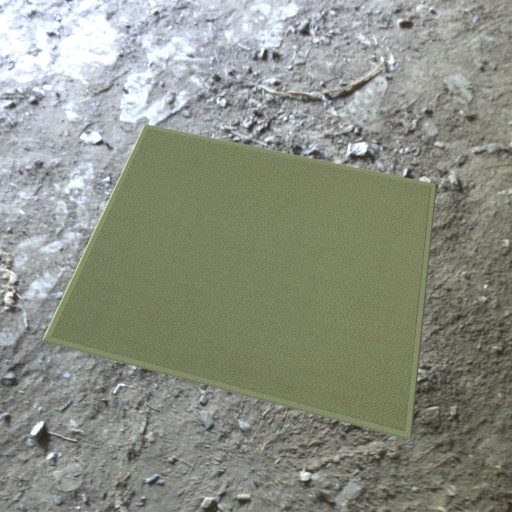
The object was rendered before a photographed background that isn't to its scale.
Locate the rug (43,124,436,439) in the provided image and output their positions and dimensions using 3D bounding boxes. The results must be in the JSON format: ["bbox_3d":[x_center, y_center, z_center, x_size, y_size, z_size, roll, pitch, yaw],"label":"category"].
[{"bbox_3d":[0.000,0.000,4.019,3.051,0.020,2.407,13,65,6],"label":"rug"}]
